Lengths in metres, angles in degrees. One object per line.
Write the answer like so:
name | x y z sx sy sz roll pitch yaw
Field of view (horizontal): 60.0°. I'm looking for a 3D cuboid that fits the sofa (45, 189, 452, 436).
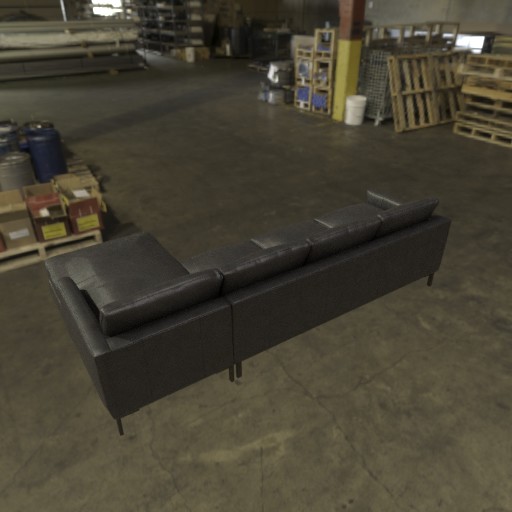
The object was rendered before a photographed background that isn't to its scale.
sofa | 0.000 0.000 3.618 2.993 0.859 1.471 -18 35 -29
